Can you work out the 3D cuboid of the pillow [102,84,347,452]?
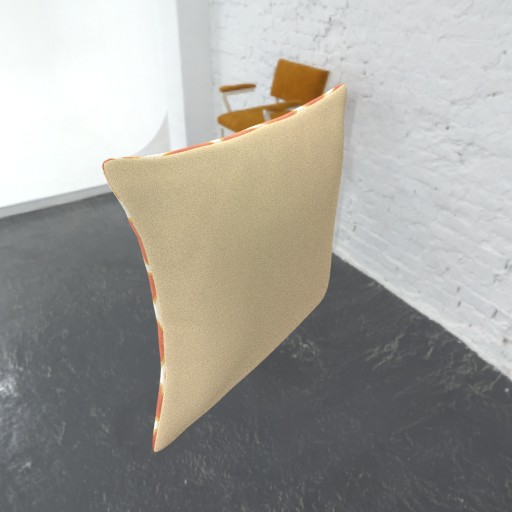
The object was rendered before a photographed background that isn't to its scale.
[{"bbox_3d":[0.000,0.000,0.793,0.166,0.508,0.552,22,38,31],"label":"pillow"}]
